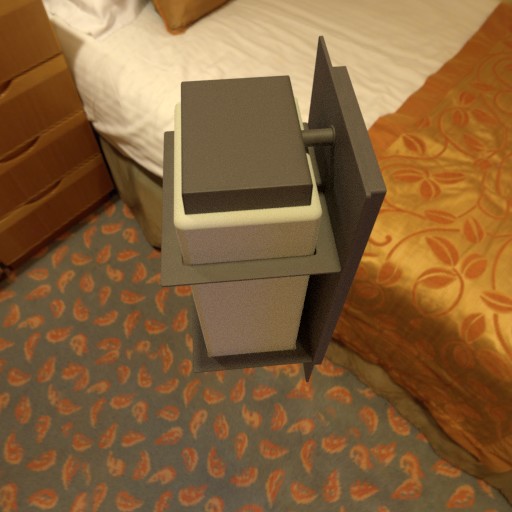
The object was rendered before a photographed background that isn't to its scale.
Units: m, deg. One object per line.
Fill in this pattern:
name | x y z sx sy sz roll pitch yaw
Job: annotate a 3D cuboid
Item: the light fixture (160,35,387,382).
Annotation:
light fixture | 0.000 0.000 0.426 0.146 0.347 0.153 -5 58 -3
